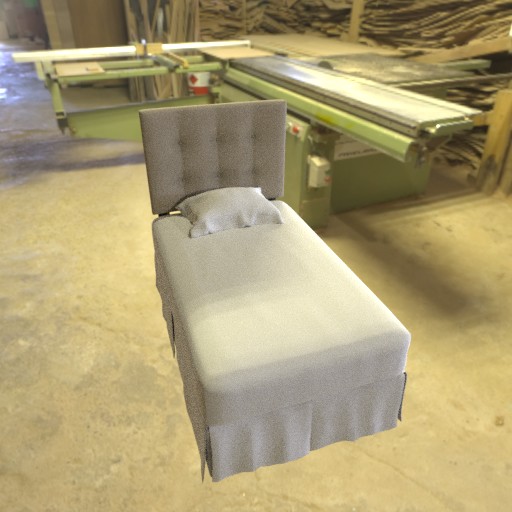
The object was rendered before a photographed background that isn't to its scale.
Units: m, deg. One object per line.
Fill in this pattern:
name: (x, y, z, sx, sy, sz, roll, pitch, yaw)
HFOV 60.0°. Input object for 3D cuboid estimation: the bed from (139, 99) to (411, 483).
bed: (0.000, 0.000, 2.955, 1.261, 1.571, 1.997, -10, 32, -16)
